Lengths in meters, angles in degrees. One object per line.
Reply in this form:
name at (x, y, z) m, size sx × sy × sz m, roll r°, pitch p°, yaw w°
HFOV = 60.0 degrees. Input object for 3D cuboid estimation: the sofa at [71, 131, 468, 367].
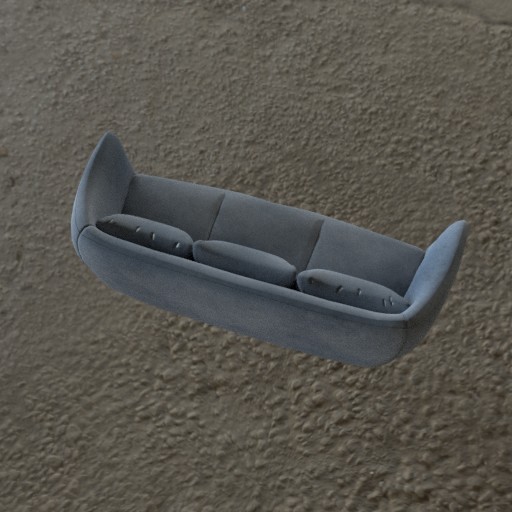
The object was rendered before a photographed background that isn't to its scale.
sofa at (0.000, 0.000, 2.535) m, size 2.095 × 0.795 × 0.849 m, roll 16°, pitch 64°, yaw 8°
